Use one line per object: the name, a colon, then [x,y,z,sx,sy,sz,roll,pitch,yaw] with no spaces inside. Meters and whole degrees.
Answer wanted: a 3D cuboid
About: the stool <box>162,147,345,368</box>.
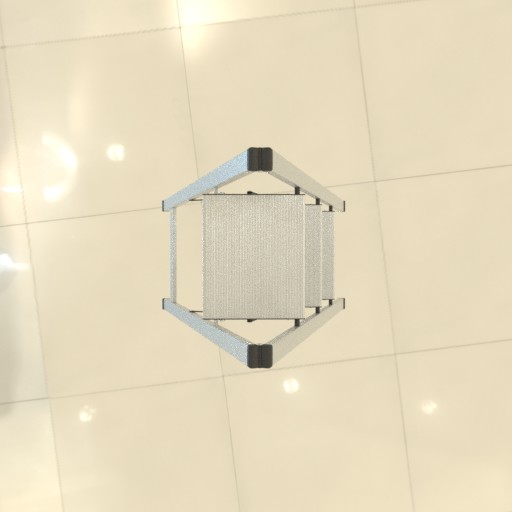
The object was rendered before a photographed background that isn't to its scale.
stool: [0.000,0.000,1.320,0.730,0.902,0.441,0,91,-1]
